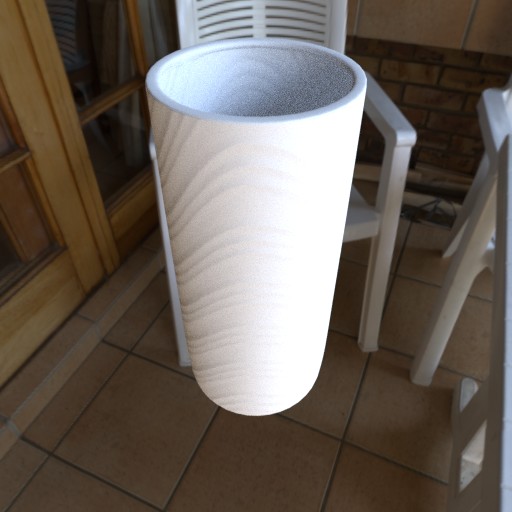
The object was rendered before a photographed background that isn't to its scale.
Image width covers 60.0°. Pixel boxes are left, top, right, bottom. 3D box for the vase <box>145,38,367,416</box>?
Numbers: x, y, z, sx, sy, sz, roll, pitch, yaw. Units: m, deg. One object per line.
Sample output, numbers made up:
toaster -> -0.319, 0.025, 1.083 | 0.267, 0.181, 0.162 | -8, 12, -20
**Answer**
vase -> 0.000, 0.000, 0.386 | 0.143, 0.316, 0.143 | 0, 43, 0
